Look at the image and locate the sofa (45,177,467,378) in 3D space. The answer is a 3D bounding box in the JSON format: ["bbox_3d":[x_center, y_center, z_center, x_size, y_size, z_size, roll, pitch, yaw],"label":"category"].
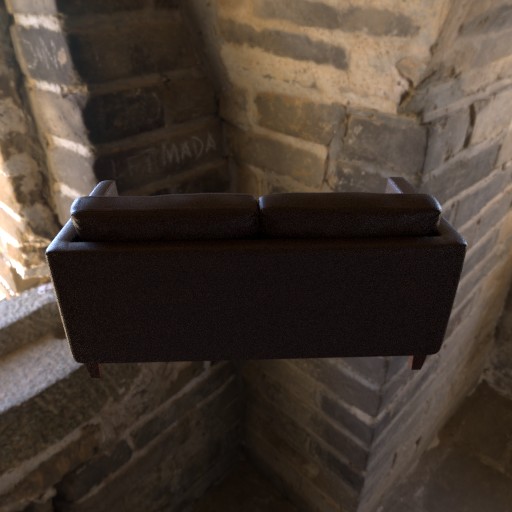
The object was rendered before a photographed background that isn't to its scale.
[{"bbox_3d":[0.000,0.000,2.472,1.883,0.933,0.951,-1,29,-2],"label":"sofa"}]
